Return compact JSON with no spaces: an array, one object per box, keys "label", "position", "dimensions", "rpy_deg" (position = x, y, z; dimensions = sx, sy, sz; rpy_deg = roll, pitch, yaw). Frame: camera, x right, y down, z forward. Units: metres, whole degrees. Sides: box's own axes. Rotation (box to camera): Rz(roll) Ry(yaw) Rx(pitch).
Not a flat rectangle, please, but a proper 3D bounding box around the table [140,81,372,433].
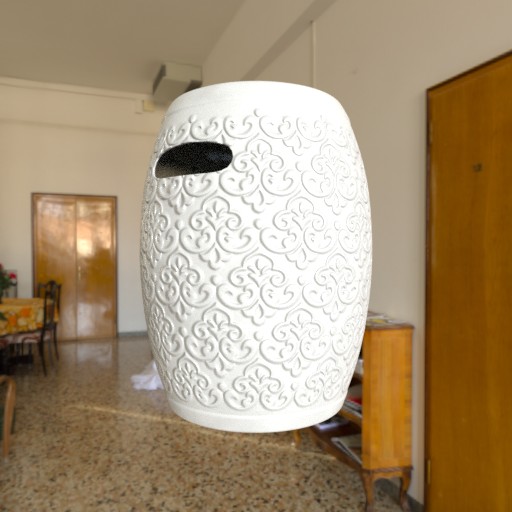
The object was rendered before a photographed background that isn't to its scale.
[{"label":"table","position":[0.000,0.000,0.609],"dimensions":[0.309,0.397,0.309],"rpy_deg":[0,1,0]}]
